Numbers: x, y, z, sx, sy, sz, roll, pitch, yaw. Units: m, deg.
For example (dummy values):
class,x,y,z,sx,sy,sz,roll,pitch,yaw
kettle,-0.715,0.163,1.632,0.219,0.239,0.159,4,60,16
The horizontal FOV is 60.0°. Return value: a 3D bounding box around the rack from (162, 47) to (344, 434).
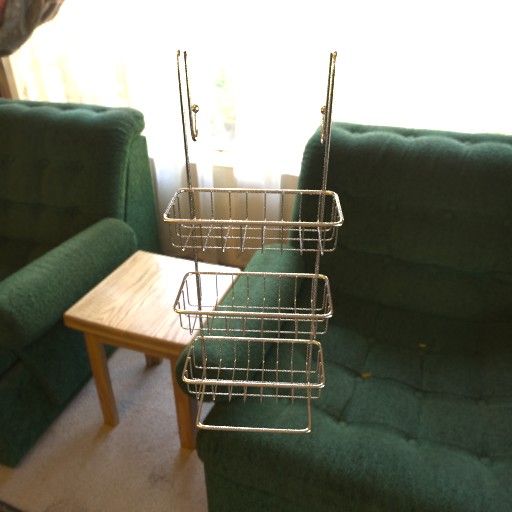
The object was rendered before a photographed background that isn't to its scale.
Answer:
class,x,y,z,sx,sy,sz,roll,pitch,yaw
rack,0.000,0.000,0.679,0.228,0.574,0.202,2,30,3
